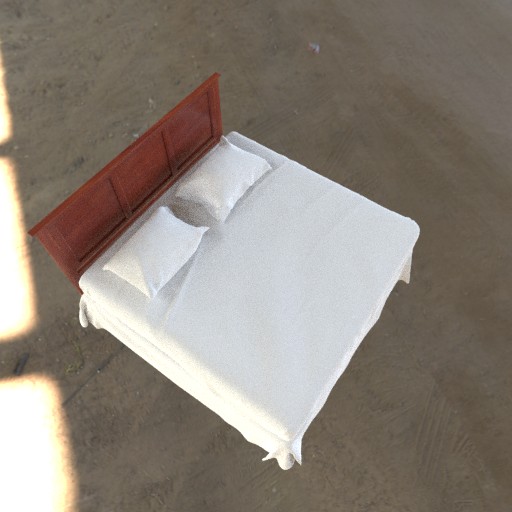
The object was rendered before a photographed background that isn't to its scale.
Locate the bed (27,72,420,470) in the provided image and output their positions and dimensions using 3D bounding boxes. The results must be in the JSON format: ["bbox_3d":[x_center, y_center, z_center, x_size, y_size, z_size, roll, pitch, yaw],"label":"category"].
[{"bbox_3d":[0.000,0.000,3.532,2.219,1.271,2.314,31,64,17],"label":"bed"}]
